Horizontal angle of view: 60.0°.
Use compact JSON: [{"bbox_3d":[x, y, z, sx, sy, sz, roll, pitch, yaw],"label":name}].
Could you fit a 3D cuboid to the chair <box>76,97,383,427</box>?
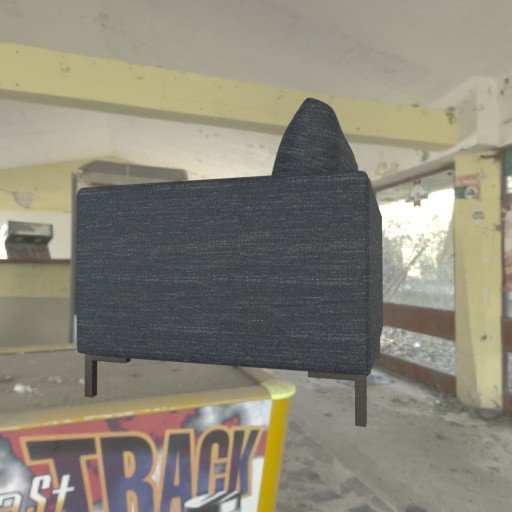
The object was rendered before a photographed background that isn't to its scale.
[{"bbox_3d":[0.000,0.000,1.629,0.866,0.861,0.963,-1,-2,18],"label":"chair"}]
